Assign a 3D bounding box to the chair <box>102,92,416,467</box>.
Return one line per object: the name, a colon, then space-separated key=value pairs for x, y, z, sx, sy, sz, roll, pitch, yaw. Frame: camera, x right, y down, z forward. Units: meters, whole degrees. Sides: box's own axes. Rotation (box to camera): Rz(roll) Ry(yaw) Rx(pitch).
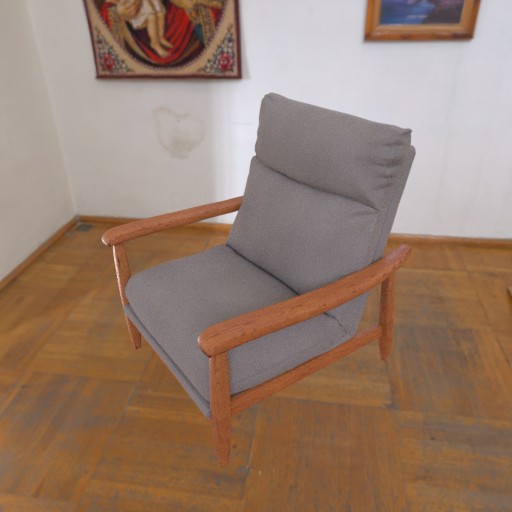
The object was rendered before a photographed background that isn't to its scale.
chair: x=0.000 y=0.000 z=1.531 sx=0.816 sy=0.922 sz=0.782 roll=-21 pitch=37 yaw=-31
